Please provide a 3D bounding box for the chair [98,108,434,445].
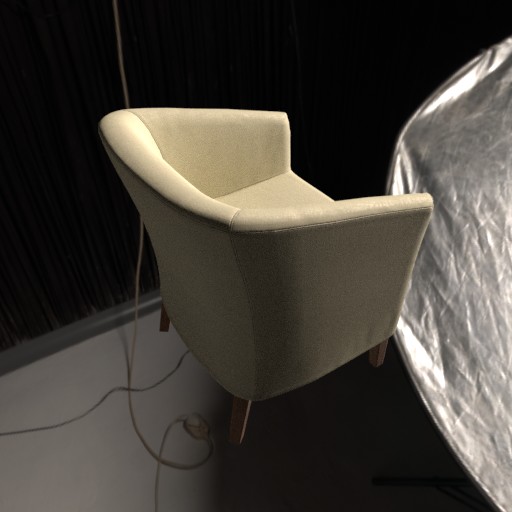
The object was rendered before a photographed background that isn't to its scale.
[{"bbox_3d":[0.000,0.000,1.279,0.657,0.822,0.643,-23,45,-25],"label":"chair"}]
